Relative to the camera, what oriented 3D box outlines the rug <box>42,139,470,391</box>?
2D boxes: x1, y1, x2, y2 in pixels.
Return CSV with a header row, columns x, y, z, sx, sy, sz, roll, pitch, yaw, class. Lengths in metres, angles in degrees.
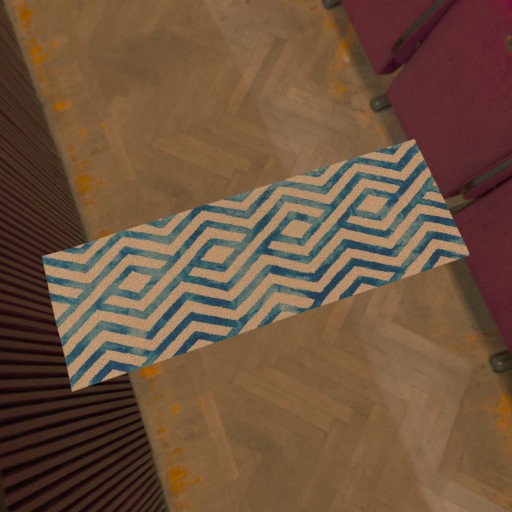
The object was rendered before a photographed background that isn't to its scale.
x,y,z,sx,sy,sz,roll,pitch,yaw,class
0.000,0.000,1.627,1.492,0.007,0.503,-18,76,-5,rug
